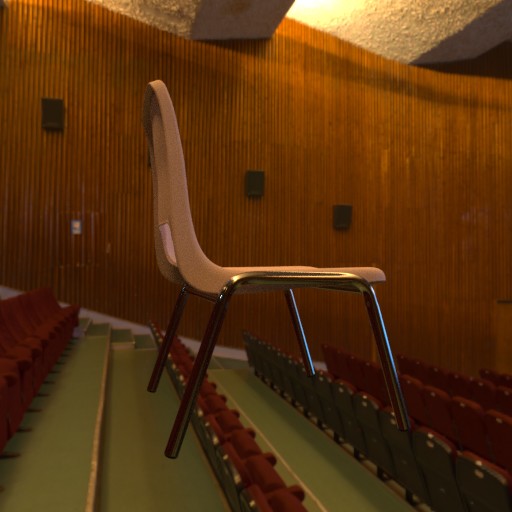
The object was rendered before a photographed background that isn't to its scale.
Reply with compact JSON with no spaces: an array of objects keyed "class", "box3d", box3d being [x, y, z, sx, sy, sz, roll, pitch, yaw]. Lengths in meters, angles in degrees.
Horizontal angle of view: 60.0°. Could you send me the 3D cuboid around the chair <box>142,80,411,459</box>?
[{"class":"chair","box3d":[0.000,0.000,0.783,0.385,0.537,0.354,0,-1,-18]}]
